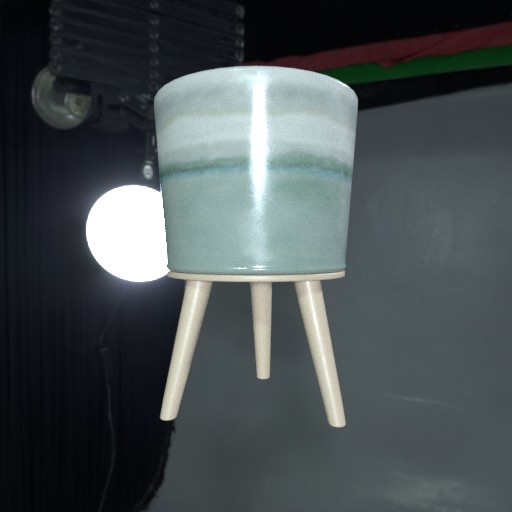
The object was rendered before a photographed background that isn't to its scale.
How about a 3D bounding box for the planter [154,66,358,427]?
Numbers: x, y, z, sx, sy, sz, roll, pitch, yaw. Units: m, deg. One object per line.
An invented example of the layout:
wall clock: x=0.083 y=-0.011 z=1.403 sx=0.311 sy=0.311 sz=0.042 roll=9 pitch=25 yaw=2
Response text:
planter: x=0.000 y=0.000 z=0.595 sx=0.265 sy=0.404 sz=0.265 roll=0 pitch=1 yaw=19
